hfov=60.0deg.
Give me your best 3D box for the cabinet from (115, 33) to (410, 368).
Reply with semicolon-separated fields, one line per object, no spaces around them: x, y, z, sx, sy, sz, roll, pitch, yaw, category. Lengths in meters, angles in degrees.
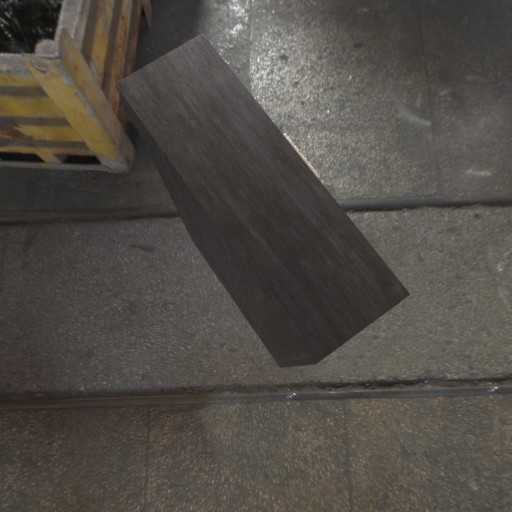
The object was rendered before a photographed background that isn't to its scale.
0.000;0.000;1.558;0.250;1.280;0.750;-34;78;-8;cabinet
